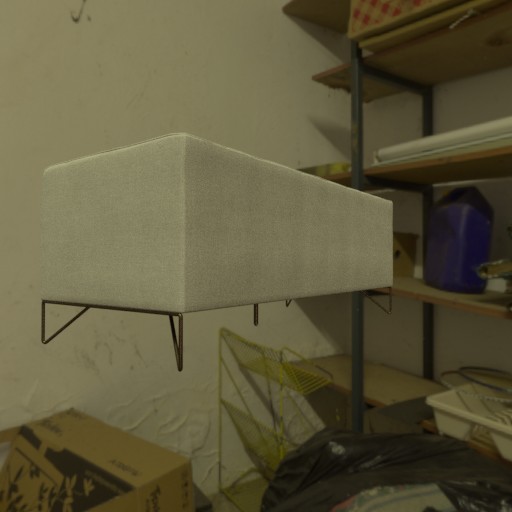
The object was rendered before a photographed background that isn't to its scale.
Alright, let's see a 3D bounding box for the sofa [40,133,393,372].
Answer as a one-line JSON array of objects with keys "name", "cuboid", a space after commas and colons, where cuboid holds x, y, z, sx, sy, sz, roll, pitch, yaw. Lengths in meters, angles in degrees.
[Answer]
[{"name": "sofa", "cuboid": [0.000, 0.000, 2.541, 0.912, 0.798, 2.079, -1, -1, 36]}]
